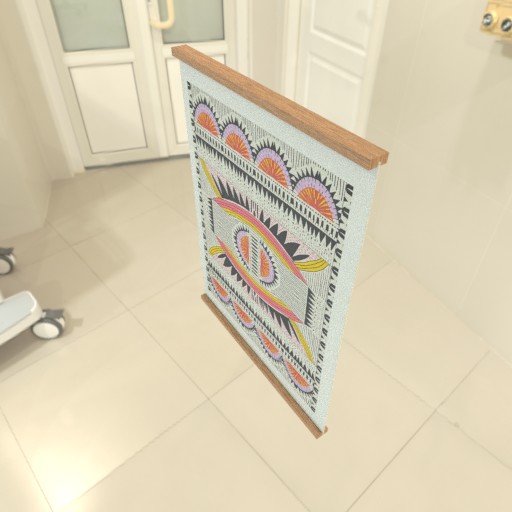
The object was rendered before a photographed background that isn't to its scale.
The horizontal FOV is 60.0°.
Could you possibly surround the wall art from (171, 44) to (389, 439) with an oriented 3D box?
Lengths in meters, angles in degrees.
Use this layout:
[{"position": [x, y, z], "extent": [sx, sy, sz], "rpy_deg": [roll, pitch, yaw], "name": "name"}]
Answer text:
[{"position": [0.000, 0.000, 0.804], "extent": [0.028, 0.609, 0.456], "rpy_deg": [-25, 47, -25], "name": "wall art"}]
